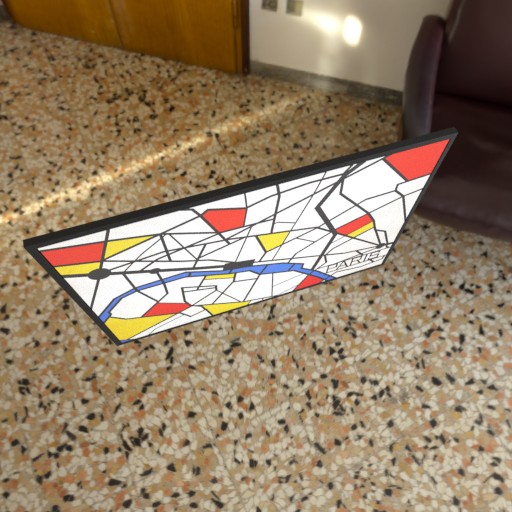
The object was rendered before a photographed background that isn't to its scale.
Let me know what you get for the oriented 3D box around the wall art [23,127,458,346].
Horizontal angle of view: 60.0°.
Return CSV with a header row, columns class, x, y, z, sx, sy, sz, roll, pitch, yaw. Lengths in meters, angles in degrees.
class,x,y,z,sx,sy,sz,roll,pitch,yaw
wall art,0.000,0.000,0.852,0.664,0.458,0.013,-16,63,-8
